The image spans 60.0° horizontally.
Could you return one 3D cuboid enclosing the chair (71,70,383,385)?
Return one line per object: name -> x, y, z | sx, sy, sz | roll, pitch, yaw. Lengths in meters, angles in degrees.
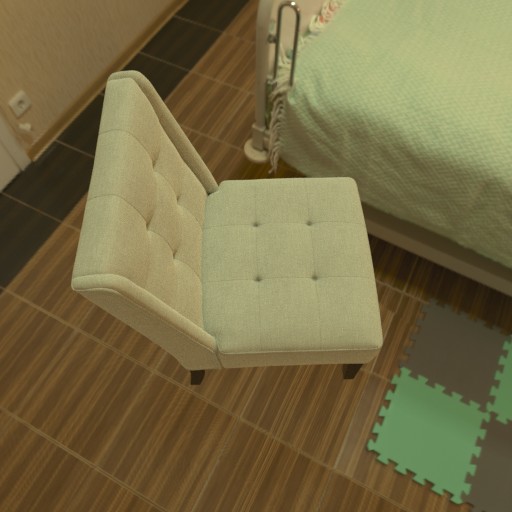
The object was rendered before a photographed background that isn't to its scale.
chair -> 0.000, 0.000, 1.270 | 0.676, 0.853, 0.569 | -2, 62, -1
